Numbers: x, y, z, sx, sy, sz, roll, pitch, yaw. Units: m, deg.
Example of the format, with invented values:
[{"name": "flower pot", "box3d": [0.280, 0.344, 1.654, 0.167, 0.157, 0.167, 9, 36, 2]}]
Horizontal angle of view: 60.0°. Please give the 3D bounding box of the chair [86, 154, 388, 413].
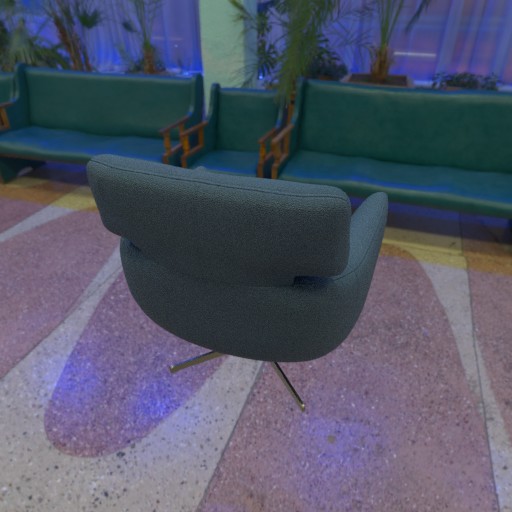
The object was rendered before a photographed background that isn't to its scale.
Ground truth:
[{"name": "chair", "box3d": [0.000, 0.000, 1.410, 0.738, 0.813, 0.761, 11, 35, 17]}]
